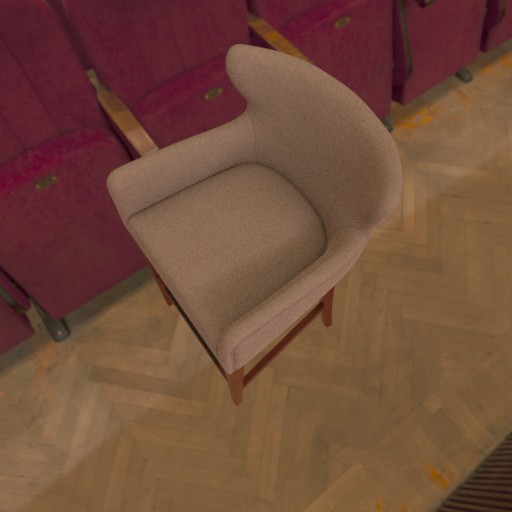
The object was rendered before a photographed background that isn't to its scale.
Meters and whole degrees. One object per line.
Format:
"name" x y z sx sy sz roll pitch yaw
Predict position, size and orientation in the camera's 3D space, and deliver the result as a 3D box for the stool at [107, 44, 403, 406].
"stool" 0.000 0.000 1.387 0.575 1.047 0.575 -33 68 -15
